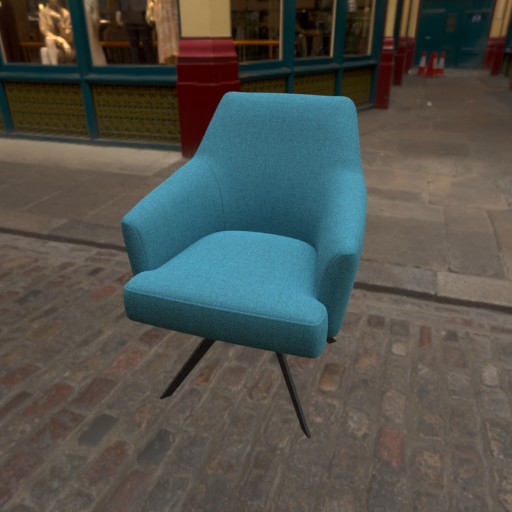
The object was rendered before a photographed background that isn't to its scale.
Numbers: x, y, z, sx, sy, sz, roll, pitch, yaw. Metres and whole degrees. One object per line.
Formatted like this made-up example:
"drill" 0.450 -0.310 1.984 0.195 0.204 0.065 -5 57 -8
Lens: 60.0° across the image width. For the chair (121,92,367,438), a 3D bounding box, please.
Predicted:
"chair" 0.000 0.000 1.363 0.642 0.874 0.677 9 28 16
